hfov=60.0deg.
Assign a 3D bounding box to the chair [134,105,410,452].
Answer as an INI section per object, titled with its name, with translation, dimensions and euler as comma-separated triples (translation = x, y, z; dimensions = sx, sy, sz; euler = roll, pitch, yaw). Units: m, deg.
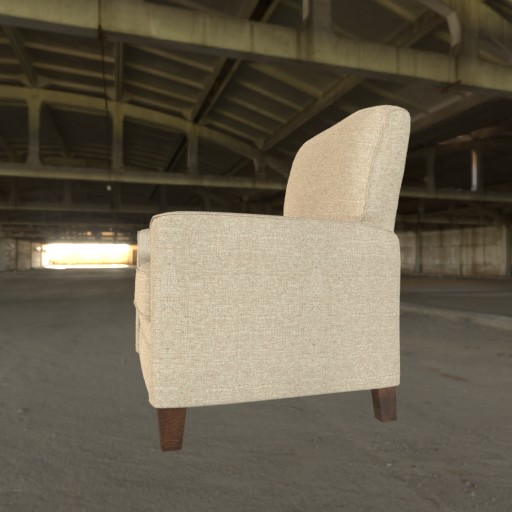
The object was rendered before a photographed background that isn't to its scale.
[chair]
translation = 0.000, 0.000, 1.631
dimensions = 0.858, 1.028, 0.841
euler = 0, 0, -18
